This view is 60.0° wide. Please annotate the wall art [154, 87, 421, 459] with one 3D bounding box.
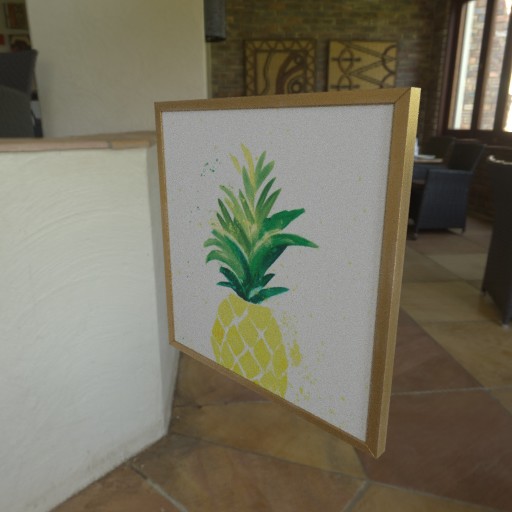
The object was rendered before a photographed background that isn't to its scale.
[{"bbox_3d":[0.000,0.000,1.122,0.762,0.760,0.037,15,22,41],"label":"wall art"}]
